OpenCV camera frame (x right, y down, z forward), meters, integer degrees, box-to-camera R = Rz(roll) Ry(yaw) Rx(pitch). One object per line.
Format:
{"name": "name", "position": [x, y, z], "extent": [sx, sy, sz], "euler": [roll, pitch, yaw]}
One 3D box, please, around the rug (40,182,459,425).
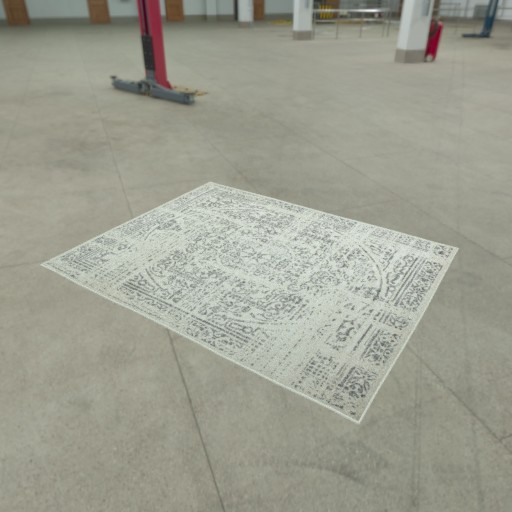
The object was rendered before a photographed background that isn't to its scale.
{"name": "rug", "position": [0.000, 0.000, 3.906], "extent": [2.921, 0.032, 2.311], "euler": [19, 36, 29]}
